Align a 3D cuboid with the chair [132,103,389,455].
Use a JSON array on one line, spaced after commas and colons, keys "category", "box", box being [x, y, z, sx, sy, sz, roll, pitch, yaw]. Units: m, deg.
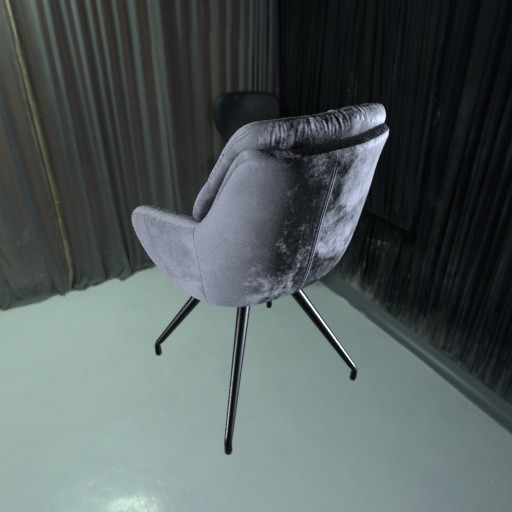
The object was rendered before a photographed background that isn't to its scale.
[{"category": "chair", "box": [0.000, 0.000, 1.263, 0.579, 0.888, 0.569, -19, 36, -29]}]
